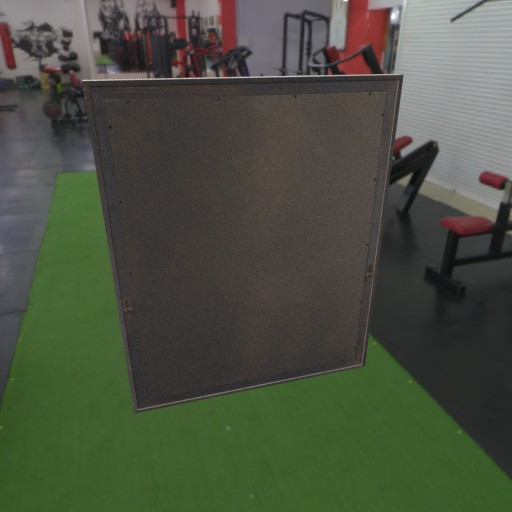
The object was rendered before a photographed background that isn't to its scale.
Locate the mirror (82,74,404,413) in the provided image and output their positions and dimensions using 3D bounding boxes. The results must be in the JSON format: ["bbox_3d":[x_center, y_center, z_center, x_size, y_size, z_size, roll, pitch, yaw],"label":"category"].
[{"bbox_3d":[0.000,0.000,1.177,0.730,0.882,0.032,-7,26,-15],"label":"mirror"}]
